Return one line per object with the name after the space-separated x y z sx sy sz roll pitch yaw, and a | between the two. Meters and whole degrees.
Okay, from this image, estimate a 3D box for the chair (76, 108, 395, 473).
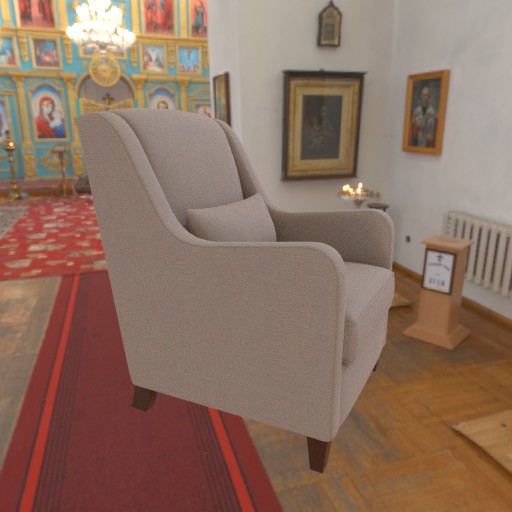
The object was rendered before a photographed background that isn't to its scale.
0.000 0.000 1.581 0.896 1.017 0.715 8 17 27 | chair
